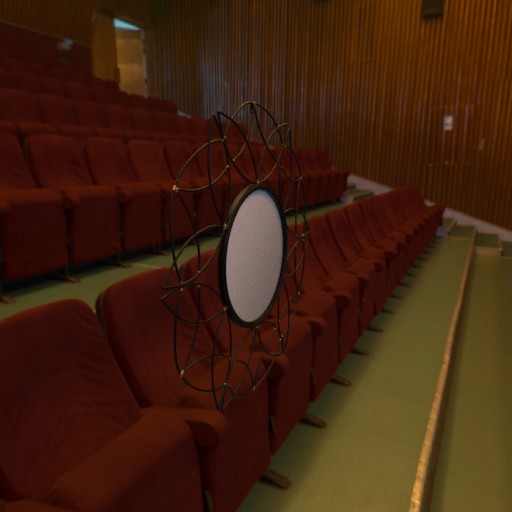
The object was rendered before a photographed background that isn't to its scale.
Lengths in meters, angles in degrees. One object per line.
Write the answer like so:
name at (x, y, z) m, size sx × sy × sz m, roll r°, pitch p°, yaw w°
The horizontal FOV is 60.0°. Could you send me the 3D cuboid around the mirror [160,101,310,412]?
mirror at (0.000, 0.000, 1.170) m, size 0.028 × 0.775 × 0.797 m, roll 6°, pitch 13°, yaw 26°
